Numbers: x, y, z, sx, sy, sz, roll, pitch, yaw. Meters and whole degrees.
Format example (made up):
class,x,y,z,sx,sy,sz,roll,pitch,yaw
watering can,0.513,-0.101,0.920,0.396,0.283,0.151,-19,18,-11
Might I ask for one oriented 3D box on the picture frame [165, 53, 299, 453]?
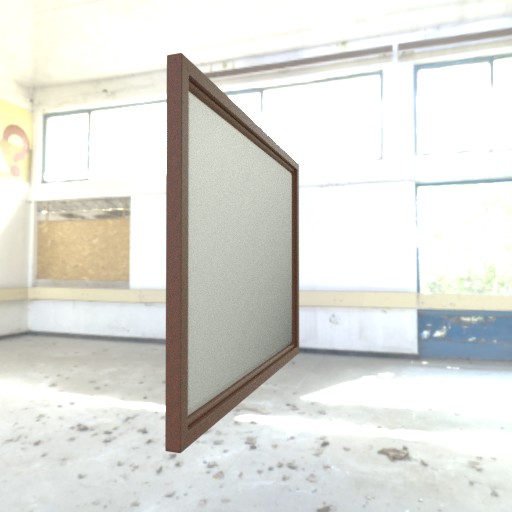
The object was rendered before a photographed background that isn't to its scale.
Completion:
class,x,y,z,sx,sy,sz,roll,pitch,yaw
picture frame,0.000,0.000,1.761,0.045,1.018,1.329,0,-1,19
